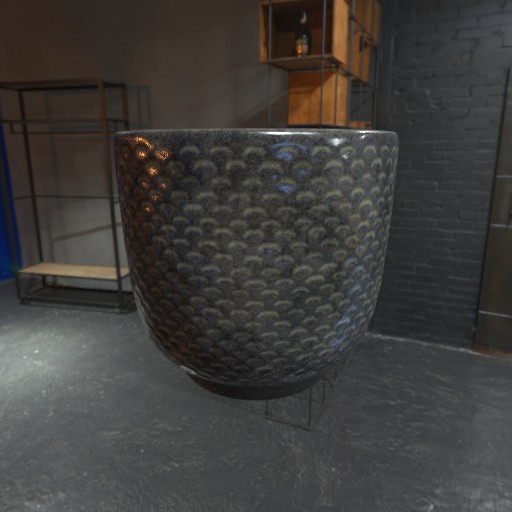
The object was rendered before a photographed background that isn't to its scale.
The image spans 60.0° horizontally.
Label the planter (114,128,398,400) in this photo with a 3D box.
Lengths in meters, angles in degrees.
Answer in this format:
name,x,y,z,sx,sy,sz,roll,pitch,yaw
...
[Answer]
name,x,y,z,sx,sy,sz,roll,pitch,yaw
planter,0.000,0.000,0.241,0.140,0.129,0.140,0,14,0
